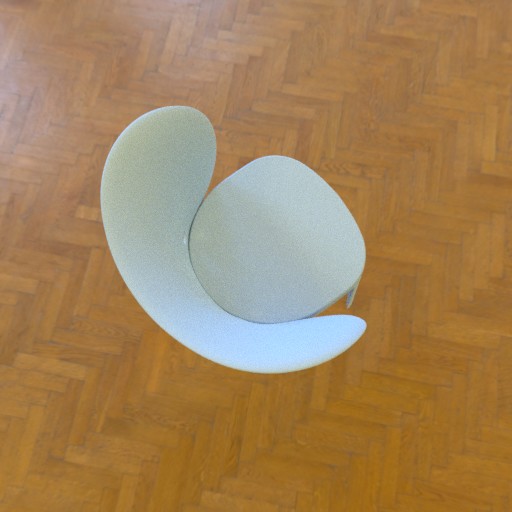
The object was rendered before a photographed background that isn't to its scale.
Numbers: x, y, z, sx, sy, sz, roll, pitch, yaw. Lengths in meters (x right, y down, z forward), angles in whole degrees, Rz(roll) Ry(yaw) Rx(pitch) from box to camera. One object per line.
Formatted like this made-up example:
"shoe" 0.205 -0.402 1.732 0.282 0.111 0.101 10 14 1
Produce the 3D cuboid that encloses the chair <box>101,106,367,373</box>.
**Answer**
"chair" 0.000 0.000 0.868 0.402 0.554 0.451 -35 78 -8
